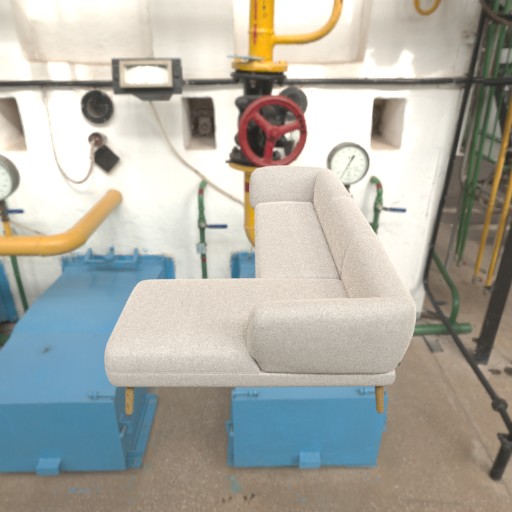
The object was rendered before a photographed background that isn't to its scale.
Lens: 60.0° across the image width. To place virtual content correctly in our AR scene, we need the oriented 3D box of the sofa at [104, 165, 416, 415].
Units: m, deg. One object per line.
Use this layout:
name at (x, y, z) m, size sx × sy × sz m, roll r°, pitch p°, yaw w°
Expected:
sofa at (0.000, 0.000, 3.358) m, size 1.610 × 0.730 × 2.660 m, roll 0°, pitch 26°, yaw 0°
